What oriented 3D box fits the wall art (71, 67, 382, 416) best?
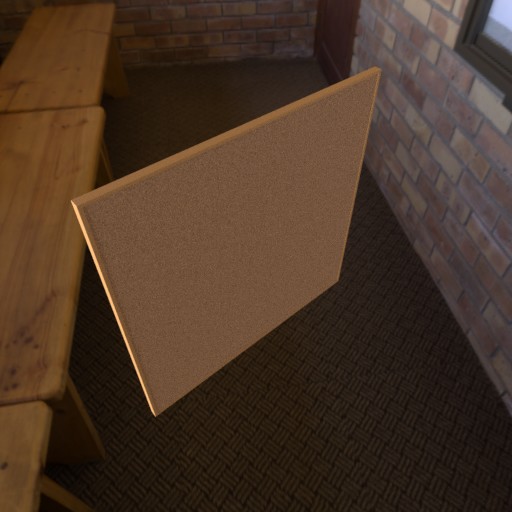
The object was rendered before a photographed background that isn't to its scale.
[{"bbox_3d":[0.000,0.000,0.686,0.457,0.455,0.013,-32,54,-27],"label":"wall art"}]
